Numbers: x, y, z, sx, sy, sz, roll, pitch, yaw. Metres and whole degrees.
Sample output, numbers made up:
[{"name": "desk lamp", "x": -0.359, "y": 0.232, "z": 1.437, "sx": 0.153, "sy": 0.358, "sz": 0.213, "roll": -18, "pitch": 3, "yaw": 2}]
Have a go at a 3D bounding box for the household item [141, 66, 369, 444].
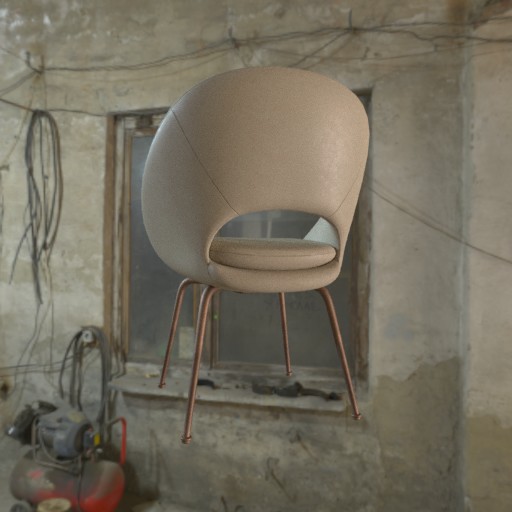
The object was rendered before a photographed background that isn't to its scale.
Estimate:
[{"name": "household item", "x": 0.000, "y": 0.000, "z": 1.256, "sx": 0.623, "sy": 0.852, "sz": 0.573, "roll": 0, "pitch": 0, "yaw": -19}]
